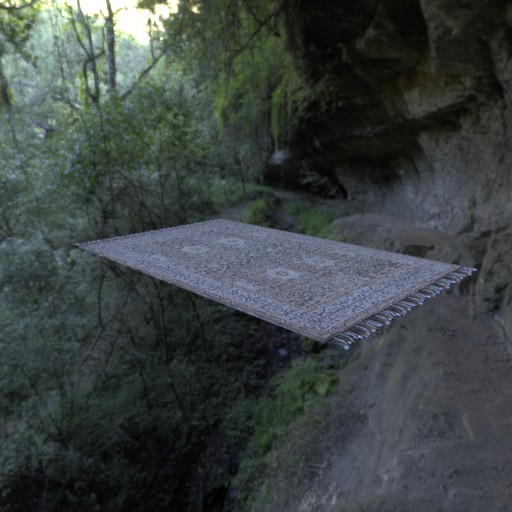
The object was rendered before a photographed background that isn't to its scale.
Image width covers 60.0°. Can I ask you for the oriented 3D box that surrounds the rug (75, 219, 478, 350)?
[{"bbox_3d":[0.000,0.000,2.544,2.029,0.010,1.237,15,21,42],"label":"rug"}]
